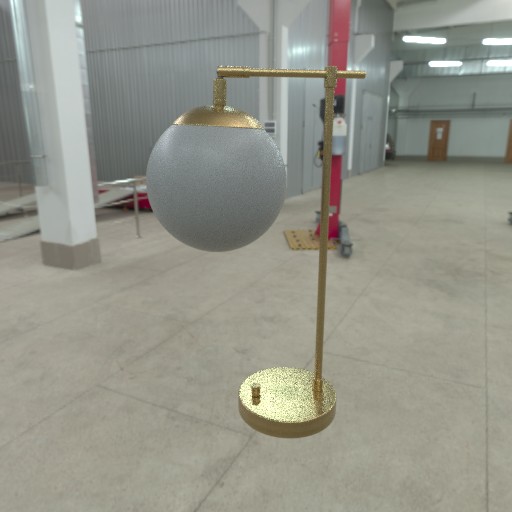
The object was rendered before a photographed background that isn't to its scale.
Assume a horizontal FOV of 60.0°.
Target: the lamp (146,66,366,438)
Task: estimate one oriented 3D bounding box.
[{"bbox_3d":[0.000,0.000,0.701,0.324,0.559,0.207,-2,16,-9],"label":"lamp"}]
